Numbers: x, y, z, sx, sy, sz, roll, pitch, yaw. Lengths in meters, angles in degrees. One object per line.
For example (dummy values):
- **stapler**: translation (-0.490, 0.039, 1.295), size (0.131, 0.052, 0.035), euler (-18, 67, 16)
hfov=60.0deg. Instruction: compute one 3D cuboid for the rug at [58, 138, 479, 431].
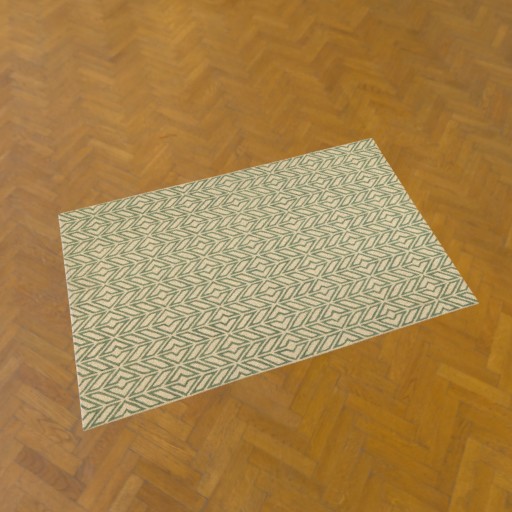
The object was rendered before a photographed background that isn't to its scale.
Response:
- **rug**: translation (0.000, 0.000, 2.943), size (2.435, 0.011, 1.517), euler (-15, 60, -9)
